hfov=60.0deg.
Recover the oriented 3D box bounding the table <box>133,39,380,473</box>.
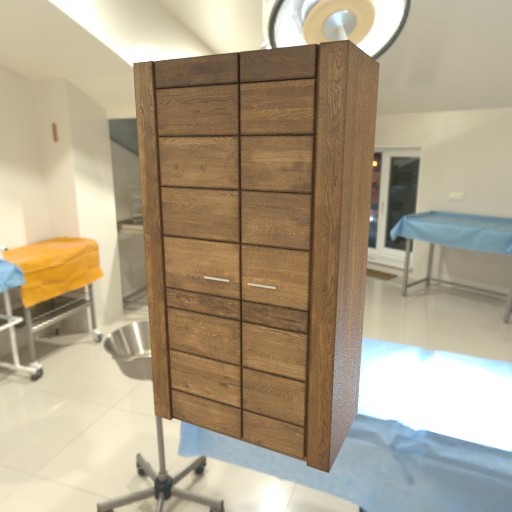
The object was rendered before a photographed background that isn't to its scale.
[{"bbox_3d":[0.000,0.000,2.465,1.100,2.000,0.600,7,16,26],"label":"table"}]
